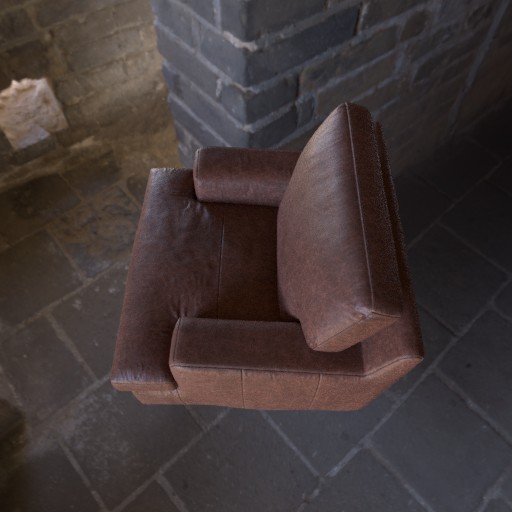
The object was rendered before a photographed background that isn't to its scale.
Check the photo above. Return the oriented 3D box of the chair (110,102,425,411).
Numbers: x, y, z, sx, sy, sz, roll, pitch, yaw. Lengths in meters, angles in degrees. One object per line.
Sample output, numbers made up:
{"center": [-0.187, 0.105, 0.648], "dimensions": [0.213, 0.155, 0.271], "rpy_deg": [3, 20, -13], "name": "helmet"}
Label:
{"center": [0.000, 0.000, 1.968], "dimensions": [1.143, 0.939, 1.168], "rpy_deg": [1, 58, 1], "name": "chair"}
